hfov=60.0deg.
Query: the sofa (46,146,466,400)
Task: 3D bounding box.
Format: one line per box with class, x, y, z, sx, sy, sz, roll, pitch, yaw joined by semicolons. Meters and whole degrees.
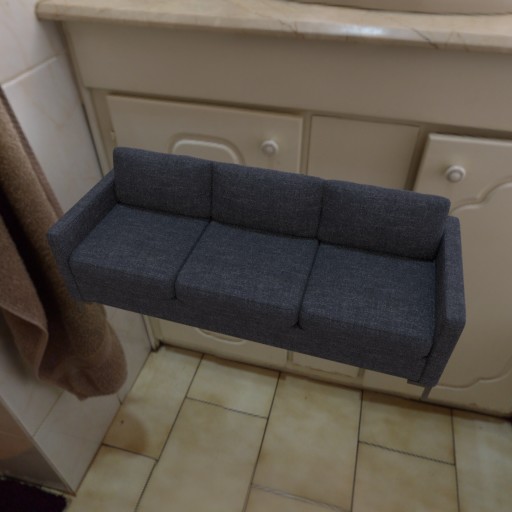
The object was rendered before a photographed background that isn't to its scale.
sofa;0.000;0.000;2.650;2.218;0.874;0.859;11;43;13
